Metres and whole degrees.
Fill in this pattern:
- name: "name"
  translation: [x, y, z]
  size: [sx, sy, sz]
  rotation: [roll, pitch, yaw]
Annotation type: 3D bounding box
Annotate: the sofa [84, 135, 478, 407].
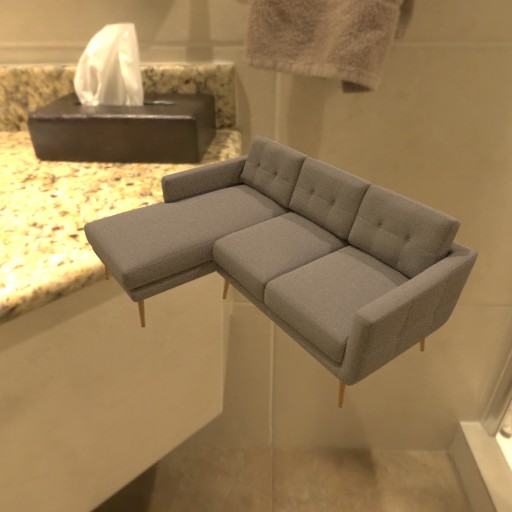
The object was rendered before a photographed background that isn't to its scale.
- name: "sofa"
  translation: [0.000, 0.000, 2.777]
  size: [1.530, 0.860, 2.040]
  rotation: [-21, 38, -30]
